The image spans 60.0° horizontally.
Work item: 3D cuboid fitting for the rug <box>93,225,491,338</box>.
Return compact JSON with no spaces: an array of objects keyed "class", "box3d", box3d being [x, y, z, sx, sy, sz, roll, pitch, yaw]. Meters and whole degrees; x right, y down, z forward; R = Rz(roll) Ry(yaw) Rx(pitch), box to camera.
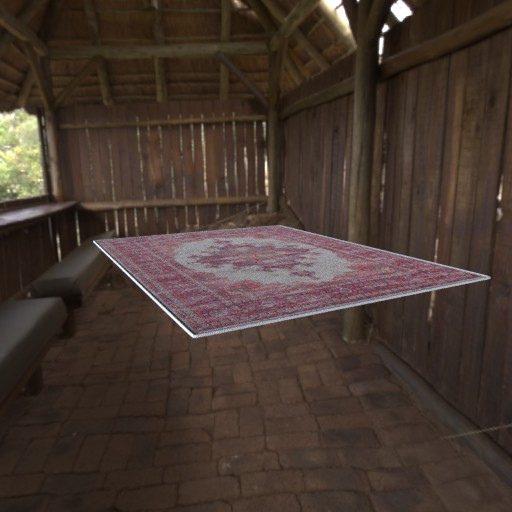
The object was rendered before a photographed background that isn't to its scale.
[{"class":"rug","box3d":[0.000,0.000,4.187,2.447,0.017,3.123,-7,14,-28]}]
